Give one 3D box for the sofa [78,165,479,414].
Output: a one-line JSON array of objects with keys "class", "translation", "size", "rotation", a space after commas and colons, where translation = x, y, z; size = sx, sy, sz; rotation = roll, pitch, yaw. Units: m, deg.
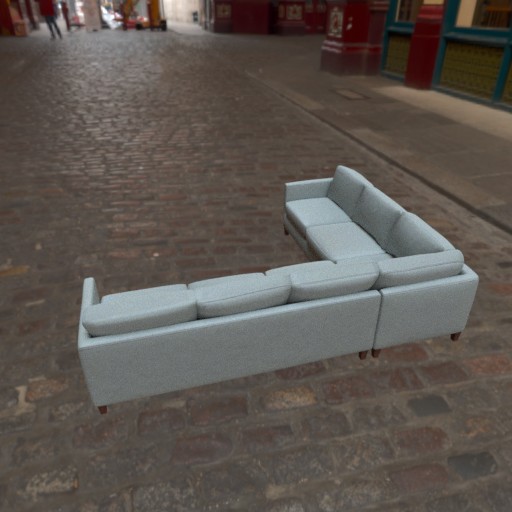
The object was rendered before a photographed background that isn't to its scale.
[{"class": "sofa", "translation": [0.000, 0.000, 4.571], "size": [3.301, 0.947, 2.592], "rotation": [-8, 31, -13]}]
